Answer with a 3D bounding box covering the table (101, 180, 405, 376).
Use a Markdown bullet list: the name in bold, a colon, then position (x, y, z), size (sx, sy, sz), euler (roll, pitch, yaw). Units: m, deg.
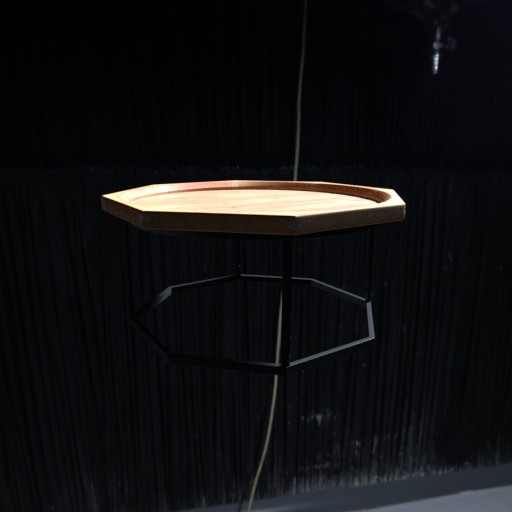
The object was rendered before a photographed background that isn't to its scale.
- **table**: position (0.000, 0.000, 1.553), size (1.002, 0.444, 1.002), euler (0, 14, 0)
